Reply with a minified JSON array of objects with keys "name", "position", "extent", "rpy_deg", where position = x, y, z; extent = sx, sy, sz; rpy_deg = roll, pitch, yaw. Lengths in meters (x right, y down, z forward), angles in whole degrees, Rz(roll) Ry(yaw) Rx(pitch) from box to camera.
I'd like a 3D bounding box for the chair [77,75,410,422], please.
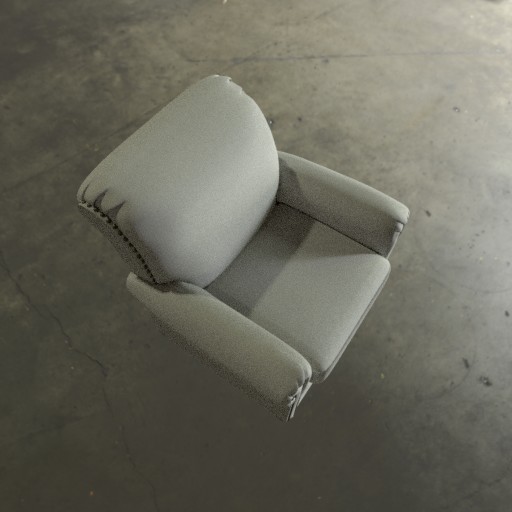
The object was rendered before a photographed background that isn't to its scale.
[{"name":"chair","position":[0.000,0.000,1.649],"extent":[0.890,0.927,0.854],"rpy_deg":[31,64,17]}]
